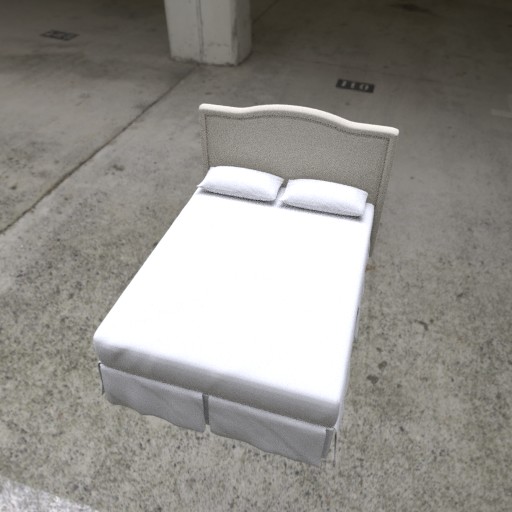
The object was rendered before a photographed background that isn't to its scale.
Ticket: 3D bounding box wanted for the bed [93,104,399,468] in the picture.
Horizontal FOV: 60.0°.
[{"bbox_3d":[0.000,0.000,3.316,1.741,1.449,2.196,11,43,12],"label":"bed"}]
